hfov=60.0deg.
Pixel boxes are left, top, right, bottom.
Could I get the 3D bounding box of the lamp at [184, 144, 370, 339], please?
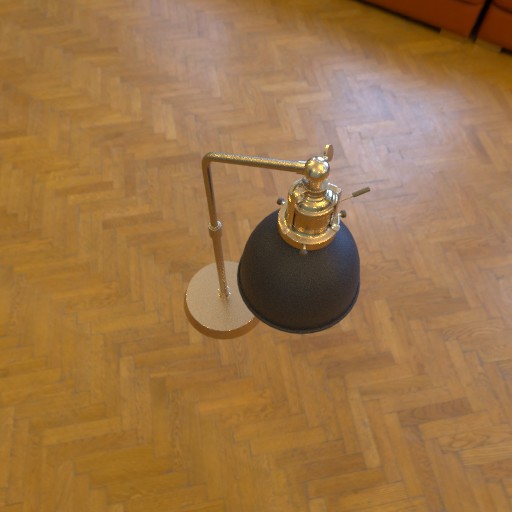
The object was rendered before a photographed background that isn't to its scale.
[{"bbox_3d":[0.000,0.000,0.604,0.291,0.456,0.160,30,64,16],"label":"lamp"}]
